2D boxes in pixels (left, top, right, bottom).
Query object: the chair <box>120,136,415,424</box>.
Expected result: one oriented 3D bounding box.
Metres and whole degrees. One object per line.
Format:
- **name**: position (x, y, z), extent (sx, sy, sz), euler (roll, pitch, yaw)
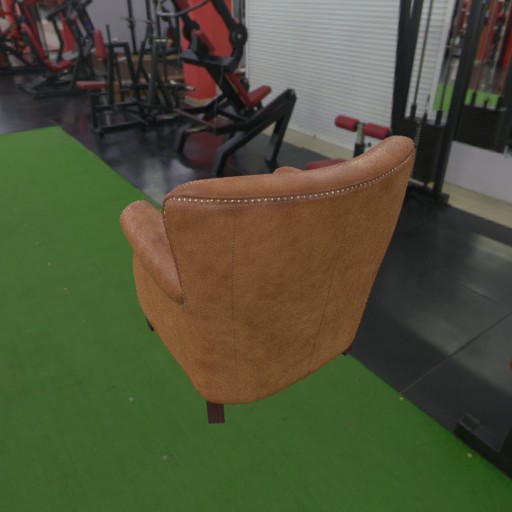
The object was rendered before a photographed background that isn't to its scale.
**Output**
- **chair**: position (0.000, 0.000, 1.666), extent (0.861, 0.936, 0.921), euler (-19, 36, -28)
